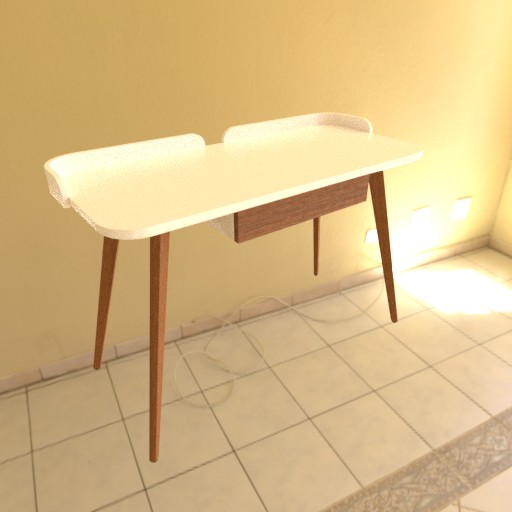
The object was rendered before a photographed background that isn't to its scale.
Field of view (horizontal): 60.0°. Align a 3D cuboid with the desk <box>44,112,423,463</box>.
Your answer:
[{"bbox_3d":[0.000,0.000,1.612,1.206,0.807,0.534,-20,34,-32],"label":"desk"}]
